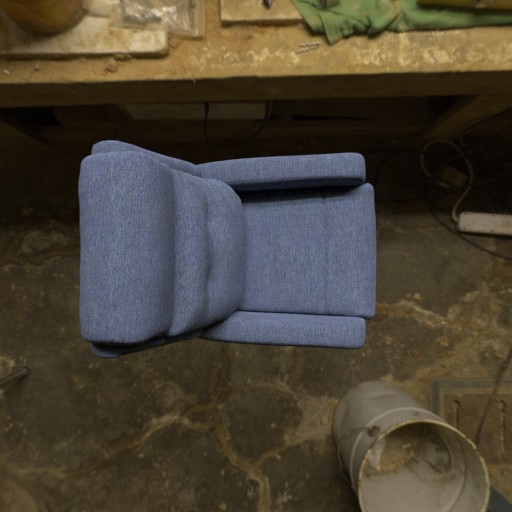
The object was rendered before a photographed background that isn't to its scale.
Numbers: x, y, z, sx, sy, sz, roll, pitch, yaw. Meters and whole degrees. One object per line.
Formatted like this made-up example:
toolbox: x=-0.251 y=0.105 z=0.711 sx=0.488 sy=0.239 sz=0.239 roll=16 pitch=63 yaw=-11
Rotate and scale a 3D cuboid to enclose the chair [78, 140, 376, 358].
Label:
chair: x=0.000 y=0.000 z=1.730 sx=1.043 sy=1.013 sz=0.798 roll=0 pitch=90 yaw=1
